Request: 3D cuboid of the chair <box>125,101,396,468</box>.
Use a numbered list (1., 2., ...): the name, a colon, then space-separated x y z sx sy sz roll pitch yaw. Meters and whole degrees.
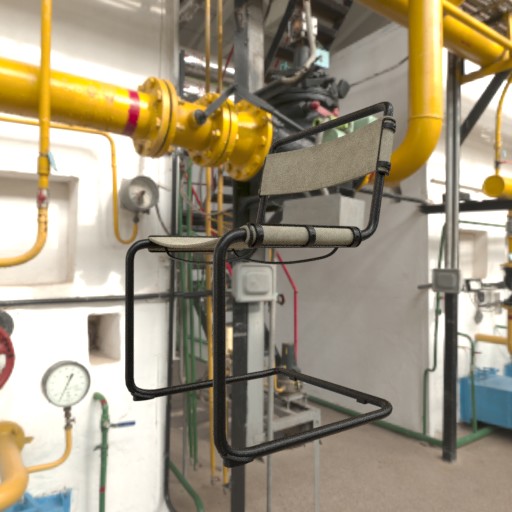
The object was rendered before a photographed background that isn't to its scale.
1. chair: 0.000 0.000 1.091 0.497 0.747 0.499 1 -1 -35
